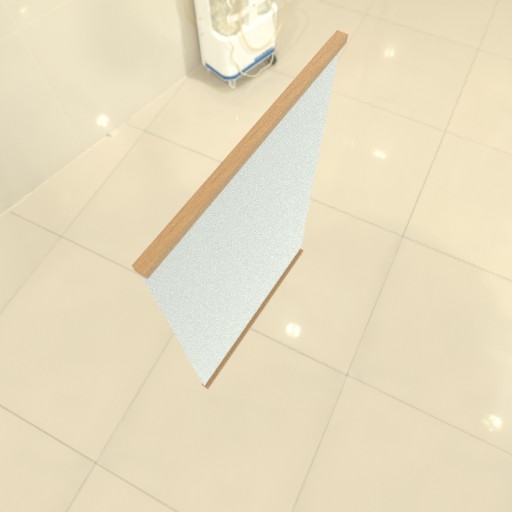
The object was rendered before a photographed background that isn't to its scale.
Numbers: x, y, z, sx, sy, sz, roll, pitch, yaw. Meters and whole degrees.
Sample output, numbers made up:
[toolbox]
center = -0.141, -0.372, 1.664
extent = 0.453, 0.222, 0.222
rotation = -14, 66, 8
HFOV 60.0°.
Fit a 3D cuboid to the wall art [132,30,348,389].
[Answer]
[wall art]
center = 0.000, 0.000, 0.639
extent = 0.013, 0.510, 0.335
rotation = 31, 67, 14
